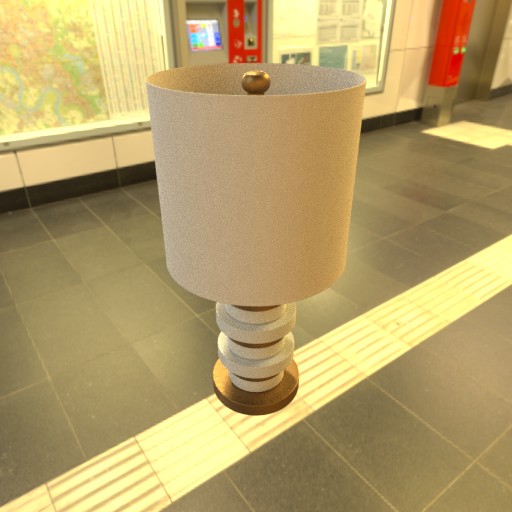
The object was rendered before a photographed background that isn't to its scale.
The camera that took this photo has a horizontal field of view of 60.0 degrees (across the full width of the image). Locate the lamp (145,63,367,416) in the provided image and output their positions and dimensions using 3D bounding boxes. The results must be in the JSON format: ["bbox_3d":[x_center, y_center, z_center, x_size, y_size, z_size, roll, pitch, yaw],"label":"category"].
[{"bbox_3d":[0.000,0.000,0.528,0.210,0.410,0.210,19,35,29],"label":"lamp"}]
